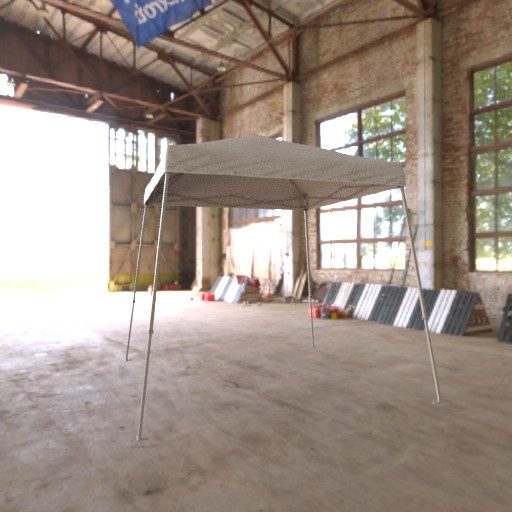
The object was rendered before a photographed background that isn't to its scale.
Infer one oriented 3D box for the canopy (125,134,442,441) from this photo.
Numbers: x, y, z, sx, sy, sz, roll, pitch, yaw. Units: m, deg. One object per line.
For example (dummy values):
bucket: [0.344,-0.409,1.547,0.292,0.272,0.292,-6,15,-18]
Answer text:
canopy: [0.000,0.000,5.191,2.849,2.849,2.848,0,0,-18]
